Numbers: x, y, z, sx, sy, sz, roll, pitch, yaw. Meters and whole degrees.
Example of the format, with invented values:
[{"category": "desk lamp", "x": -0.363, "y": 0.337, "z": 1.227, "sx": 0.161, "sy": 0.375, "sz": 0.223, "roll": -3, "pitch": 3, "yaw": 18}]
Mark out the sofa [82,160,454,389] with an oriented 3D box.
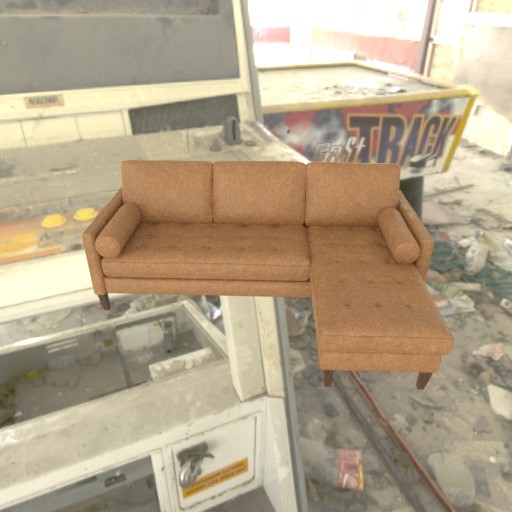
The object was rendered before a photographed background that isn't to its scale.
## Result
[{"category": "sofa", "x": 0.000, "y": 0.000, "z": 2.851, "sx": 2.178, "sy": 0.876, "sz": 1.506, "roll": 1, "pitch": 30, "yaw": 2}]
